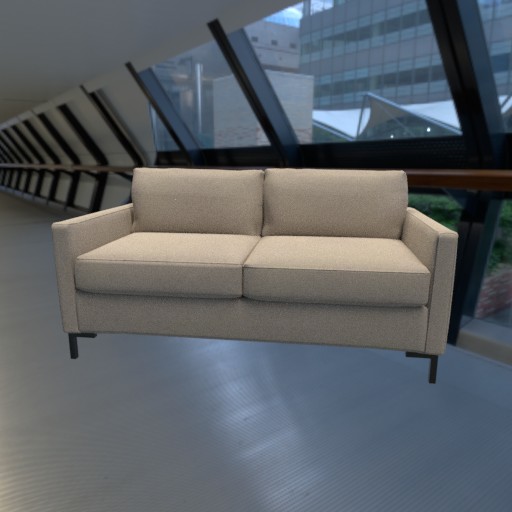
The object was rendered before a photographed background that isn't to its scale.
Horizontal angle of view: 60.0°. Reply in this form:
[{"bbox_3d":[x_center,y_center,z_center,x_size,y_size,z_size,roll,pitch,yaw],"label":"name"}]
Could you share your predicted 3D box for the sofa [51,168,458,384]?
[{"bbox_3d":[0.000,0.000,2.207,1.682,0.840,0.875,2,13,8],"label":"sofa"}]
